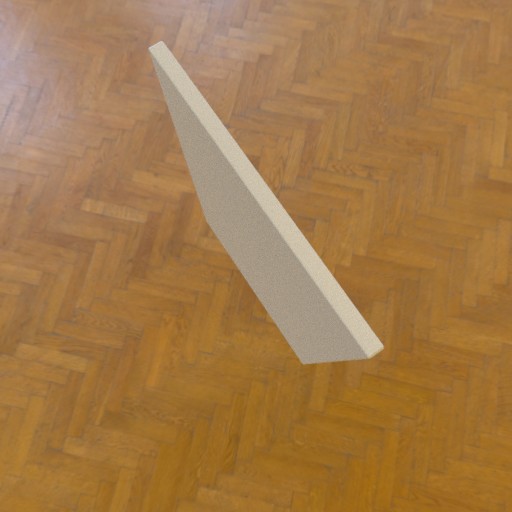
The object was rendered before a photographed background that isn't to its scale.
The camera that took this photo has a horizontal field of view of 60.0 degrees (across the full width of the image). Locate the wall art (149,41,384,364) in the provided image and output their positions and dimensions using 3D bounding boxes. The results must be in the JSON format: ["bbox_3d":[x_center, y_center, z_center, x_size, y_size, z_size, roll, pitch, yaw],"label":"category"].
[{"bbox_3d":[0.000,0.000,1.014,0.026,0.813,0.556,-33,78,-8],"label":"wall art"}]
